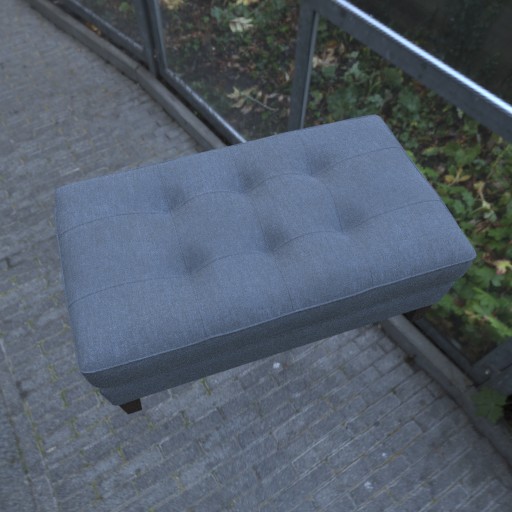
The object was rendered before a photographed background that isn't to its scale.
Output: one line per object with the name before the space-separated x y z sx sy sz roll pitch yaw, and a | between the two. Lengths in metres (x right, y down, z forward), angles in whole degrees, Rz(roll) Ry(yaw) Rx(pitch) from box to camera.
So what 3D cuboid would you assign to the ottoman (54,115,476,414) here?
ottoman | 0.000 0.000 1.479 1.143 0.514 0.648 -16 59 -10
